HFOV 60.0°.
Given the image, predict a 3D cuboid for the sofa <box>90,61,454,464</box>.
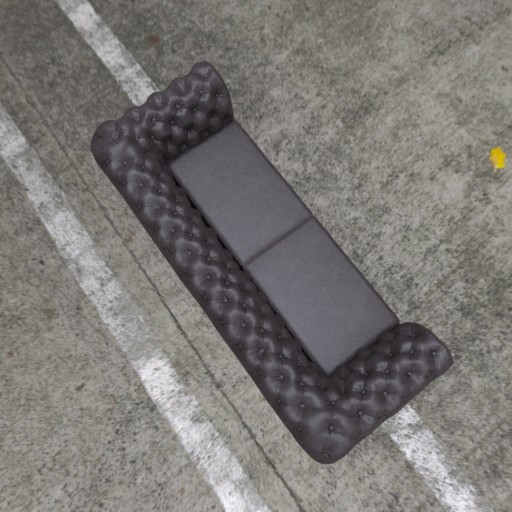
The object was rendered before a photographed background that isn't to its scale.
[{"bbox_3d":[0.000,0.000,2.836,0.944,0.783,2.385,-36,79,-8],"label":"sofa"}]
